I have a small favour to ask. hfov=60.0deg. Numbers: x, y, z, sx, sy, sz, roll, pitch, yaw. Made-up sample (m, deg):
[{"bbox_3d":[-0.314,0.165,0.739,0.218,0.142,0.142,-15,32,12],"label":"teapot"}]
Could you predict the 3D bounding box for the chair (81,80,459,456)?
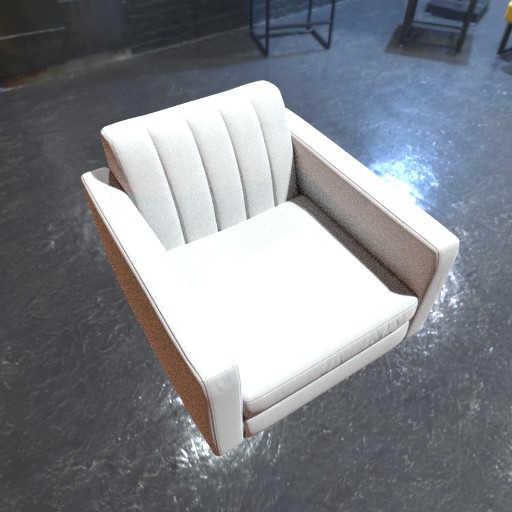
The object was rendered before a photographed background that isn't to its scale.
[{"bbox_3d":[0.000,0.000,1.651,0.953,0.819,0.998,-25,52,-21],"label":"chair"}]
